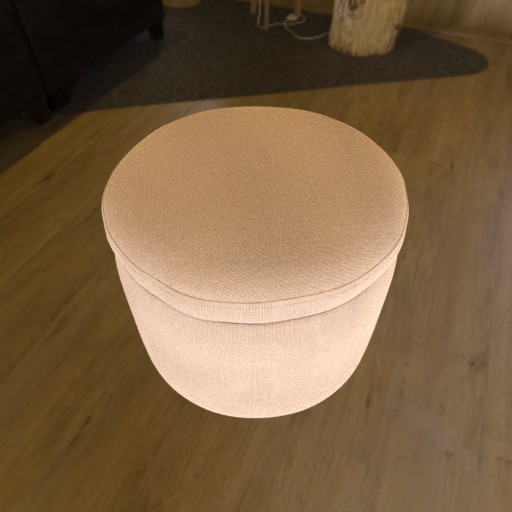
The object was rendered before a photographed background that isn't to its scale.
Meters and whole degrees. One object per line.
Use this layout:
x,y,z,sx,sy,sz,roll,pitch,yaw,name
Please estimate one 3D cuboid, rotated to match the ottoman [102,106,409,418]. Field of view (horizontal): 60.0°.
0.000,0.000,0.848,0.497,0.409,0.497,0,47,0,ottoman
